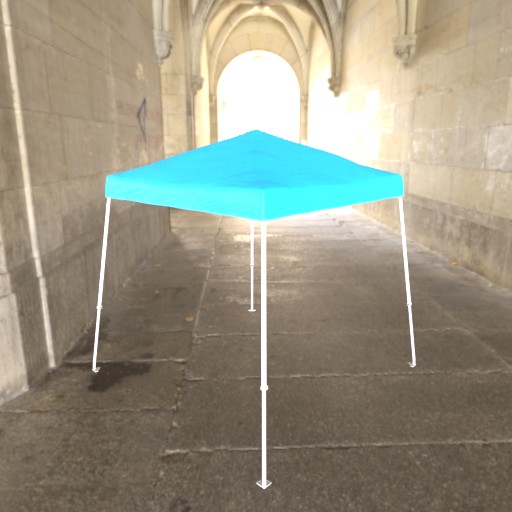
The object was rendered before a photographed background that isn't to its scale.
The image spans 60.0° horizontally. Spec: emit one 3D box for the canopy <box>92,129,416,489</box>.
[{"bbox_3d":[0.000,0.000,5.164,2.849,2.849,2.848,13,19,42],"label":"canopy"}]
